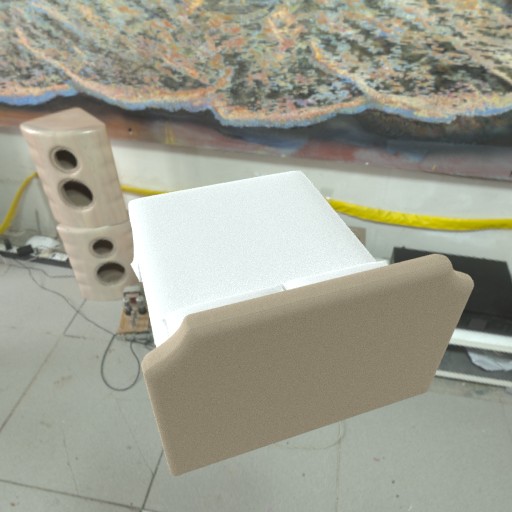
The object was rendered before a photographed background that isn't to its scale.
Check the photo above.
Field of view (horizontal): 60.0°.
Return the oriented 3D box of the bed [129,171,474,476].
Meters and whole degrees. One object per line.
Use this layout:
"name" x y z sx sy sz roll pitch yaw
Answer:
"bed" 0.000 0.000 3.269 1.828 1.301 2.204 -13 42 -14
